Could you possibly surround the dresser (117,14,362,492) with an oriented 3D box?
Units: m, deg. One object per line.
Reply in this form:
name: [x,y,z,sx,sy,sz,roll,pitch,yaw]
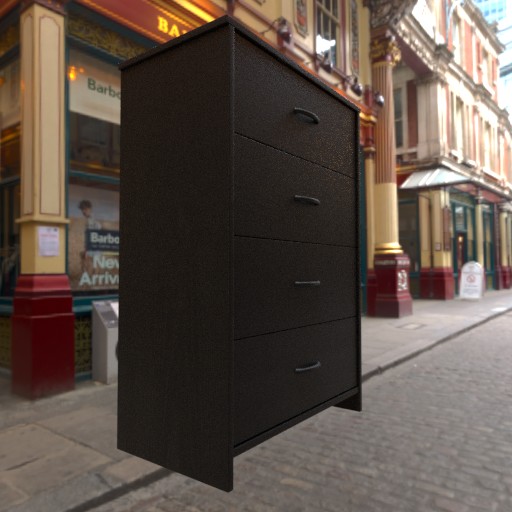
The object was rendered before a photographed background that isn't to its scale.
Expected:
dresser: [0.000,0.000,1.329,0.398,1.020,0.700,-1,-2,37]
